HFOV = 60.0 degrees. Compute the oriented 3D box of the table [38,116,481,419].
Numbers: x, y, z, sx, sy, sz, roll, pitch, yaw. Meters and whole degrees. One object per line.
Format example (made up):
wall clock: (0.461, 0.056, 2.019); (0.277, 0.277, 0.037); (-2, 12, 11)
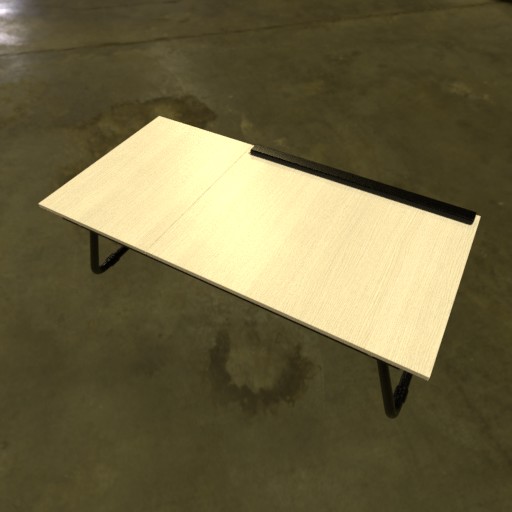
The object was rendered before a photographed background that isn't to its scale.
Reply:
table: (0.000, 0.000, 0.798); (0.644, 0.242, 0.322); (22, 51, 19)
